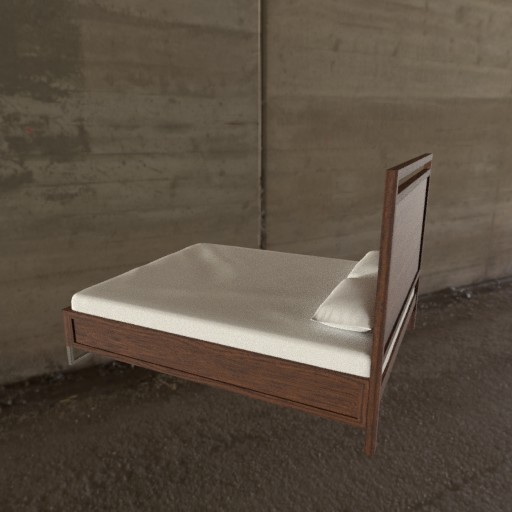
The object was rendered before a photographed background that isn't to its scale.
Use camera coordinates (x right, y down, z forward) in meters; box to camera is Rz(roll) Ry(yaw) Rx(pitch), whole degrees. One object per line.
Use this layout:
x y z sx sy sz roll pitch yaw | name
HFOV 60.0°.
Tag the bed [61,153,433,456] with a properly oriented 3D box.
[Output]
0.000 0.000 3.359 2.218 1.487 1.765 7 17 25 | bed
